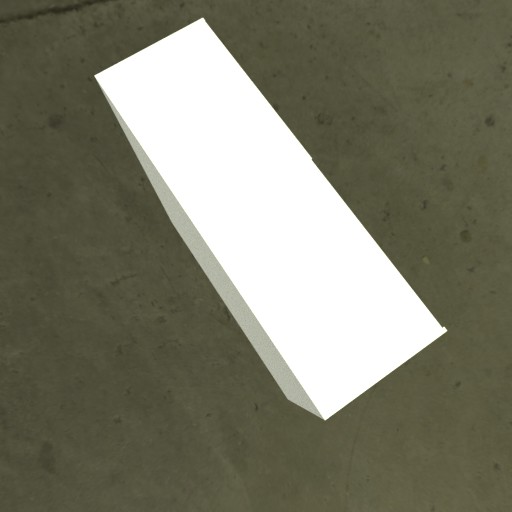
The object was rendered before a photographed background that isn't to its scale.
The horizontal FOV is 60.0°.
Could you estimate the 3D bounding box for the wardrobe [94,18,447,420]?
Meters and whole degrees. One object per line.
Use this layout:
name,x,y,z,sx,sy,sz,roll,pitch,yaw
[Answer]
wardrobe,0.000,0.000,2.891,0.600,2.020,1.830,-33,77,-9
